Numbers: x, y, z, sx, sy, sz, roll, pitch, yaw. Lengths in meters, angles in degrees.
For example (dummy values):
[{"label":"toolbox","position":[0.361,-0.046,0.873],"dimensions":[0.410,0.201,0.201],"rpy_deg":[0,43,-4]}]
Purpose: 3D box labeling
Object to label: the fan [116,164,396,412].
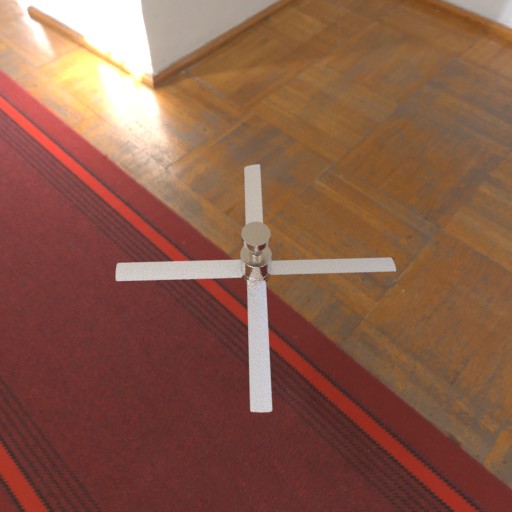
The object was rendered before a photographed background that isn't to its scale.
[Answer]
[{"label":"fan","position":[0.000,0.000,2.008],"dimensions":[1.322,0.355,1.322],"rpy_deg":[-2,58,-1]}]
